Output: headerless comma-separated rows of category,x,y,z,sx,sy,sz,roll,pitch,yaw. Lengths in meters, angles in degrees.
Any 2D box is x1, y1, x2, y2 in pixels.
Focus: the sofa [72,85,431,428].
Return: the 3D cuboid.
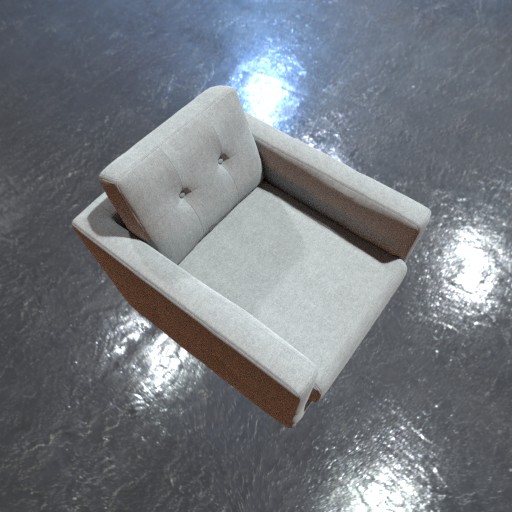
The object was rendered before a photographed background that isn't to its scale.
sofa,0.000,0.000,1.578,0.920,0.860,0.770,33,64,19
